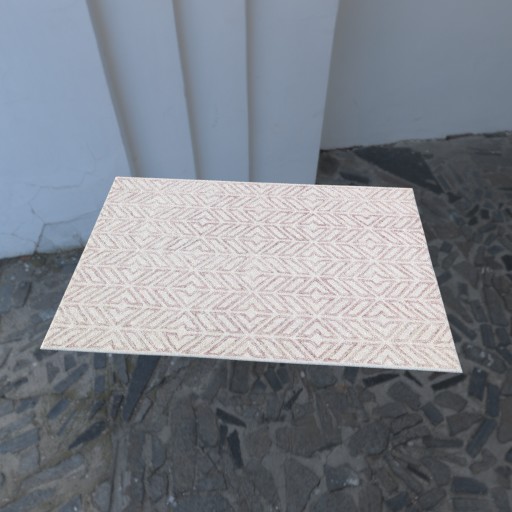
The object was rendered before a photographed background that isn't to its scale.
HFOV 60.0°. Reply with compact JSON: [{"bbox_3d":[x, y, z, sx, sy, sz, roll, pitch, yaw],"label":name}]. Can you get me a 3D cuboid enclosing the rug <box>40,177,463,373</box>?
[{"bbox_3d":[0.000,0.000,2.321,1.828,0.007,1.220,3,48,2],"label":"rug"}]
